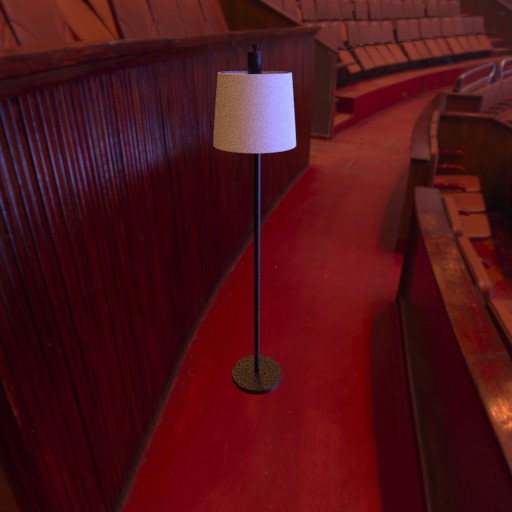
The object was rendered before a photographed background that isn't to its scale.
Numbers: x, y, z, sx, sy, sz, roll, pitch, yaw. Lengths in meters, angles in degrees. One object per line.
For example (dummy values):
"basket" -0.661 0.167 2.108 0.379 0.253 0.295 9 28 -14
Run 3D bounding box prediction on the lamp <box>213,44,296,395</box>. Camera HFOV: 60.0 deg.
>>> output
"lamp" 0.000 0.000 1.696 0.254 1.478 0.508 1 29 2
